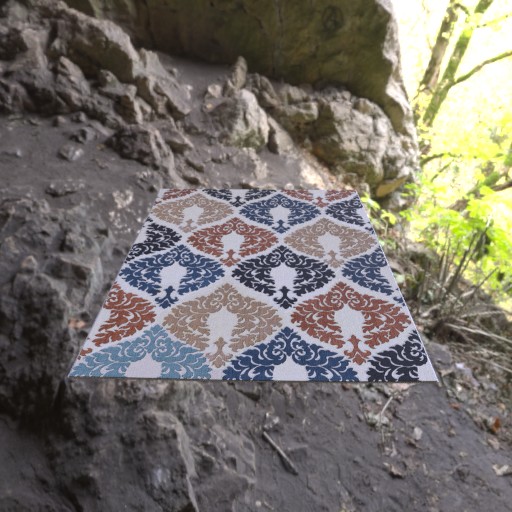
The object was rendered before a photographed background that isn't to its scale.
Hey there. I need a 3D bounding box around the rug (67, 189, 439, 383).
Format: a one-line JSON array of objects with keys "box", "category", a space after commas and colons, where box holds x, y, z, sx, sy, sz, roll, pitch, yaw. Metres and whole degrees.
[{"box": [0.000, 0.000, 4.147, 2.423, 0.014, 3.040, 0, 32, 1], "category": "rug"}]
